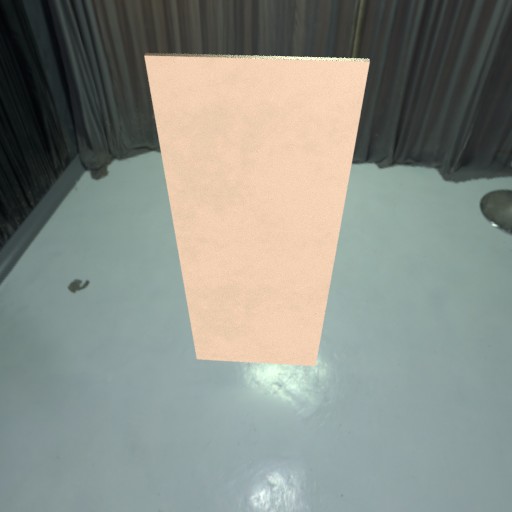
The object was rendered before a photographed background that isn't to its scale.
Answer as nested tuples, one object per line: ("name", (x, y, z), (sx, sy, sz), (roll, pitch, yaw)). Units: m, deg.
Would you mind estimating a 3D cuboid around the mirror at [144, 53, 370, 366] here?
("mirror", (0.000, 0.000, 2.320), (0.812, 2.031, 0.026), (3, 45, 3))
